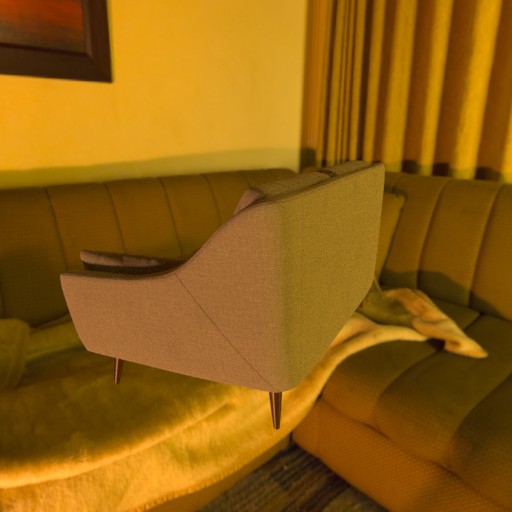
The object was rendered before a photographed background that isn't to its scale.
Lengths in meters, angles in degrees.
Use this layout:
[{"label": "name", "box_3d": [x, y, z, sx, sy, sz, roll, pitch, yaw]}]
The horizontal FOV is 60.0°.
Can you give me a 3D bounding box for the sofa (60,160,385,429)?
[{"label": "sofa", "box_3d": [0.000, 0.000, 2.237, 0.965, 0.888, 1.652, 8, 18, 26]}]
